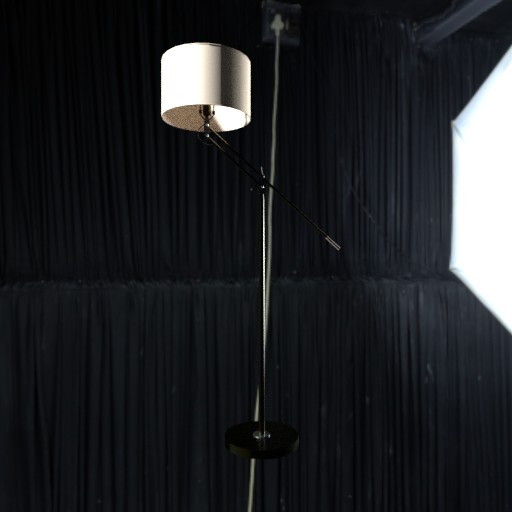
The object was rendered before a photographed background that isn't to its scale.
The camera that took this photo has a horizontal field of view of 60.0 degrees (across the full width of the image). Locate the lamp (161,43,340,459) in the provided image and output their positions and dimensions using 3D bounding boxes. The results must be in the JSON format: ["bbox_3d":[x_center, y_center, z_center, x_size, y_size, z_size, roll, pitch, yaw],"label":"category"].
[{"bbox_3d":[0.000,0.000,1.935,0.809,1.635,0.373,0,0,-16],"label":"lamp"}]
